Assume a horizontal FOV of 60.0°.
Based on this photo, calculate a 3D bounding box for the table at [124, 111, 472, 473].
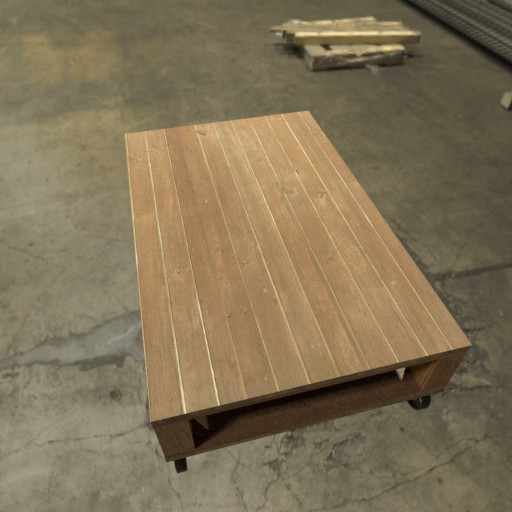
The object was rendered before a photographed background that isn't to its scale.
[{"bbox_3d":[0.000,0.000,1.667,0.827,0.413,1.299,-10,46,-10],"label":"table"}]
